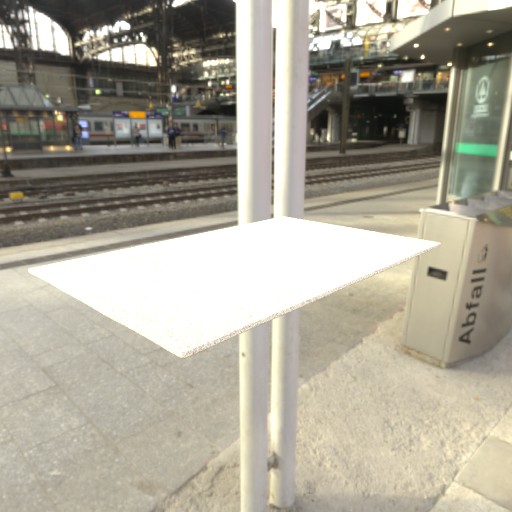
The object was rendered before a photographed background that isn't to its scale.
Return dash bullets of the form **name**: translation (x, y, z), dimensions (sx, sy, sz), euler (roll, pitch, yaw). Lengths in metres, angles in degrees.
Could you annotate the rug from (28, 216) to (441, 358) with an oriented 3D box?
- **rug**: translation (0.000, 0.000, 3.438), dimensions (1.778, 0.030, 2.743), euler (15, 21, 42)
